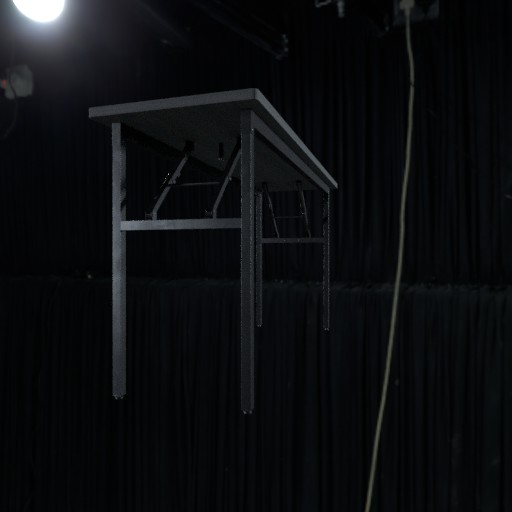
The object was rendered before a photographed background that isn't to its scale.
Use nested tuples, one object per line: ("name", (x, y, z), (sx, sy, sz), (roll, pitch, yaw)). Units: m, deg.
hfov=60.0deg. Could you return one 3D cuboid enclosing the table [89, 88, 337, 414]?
("table", (0.000, 0.000, 1.718), (0.449, 0.750, 1.399), (0, 0, 18))
